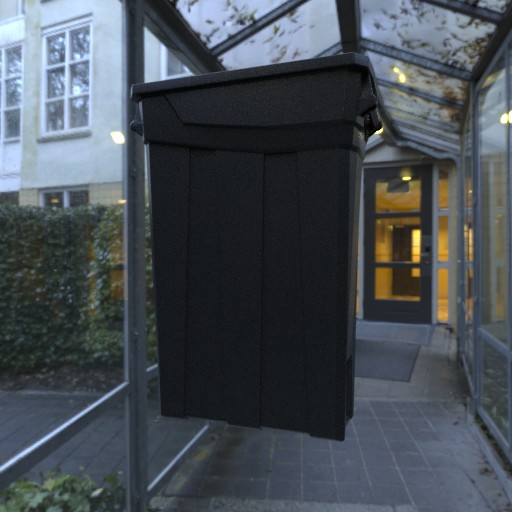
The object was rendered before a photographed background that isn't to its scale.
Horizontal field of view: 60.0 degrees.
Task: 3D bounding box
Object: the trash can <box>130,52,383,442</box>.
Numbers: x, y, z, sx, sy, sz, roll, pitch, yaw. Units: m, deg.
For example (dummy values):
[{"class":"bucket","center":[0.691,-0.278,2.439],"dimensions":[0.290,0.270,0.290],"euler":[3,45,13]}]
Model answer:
[{"class":"trash can","center":[0.000,0.000,1.039],"dimensions":[0.559,0.762,0.281],"euler":[0,1,20]}]
